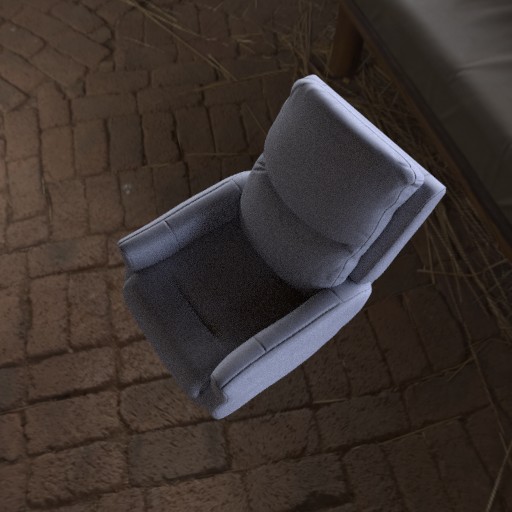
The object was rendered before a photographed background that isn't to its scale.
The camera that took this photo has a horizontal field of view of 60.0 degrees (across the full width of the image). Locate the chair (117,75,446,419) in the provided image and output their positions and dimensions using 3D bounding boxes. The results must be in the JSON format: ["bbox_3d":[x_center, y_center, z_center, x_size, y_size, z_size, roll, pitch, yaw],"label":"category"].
[{"bbox_3d":[0.000,0.000,1.817,1.080,1.030,0.829,-34,68,-16],"label":"chair"}]
